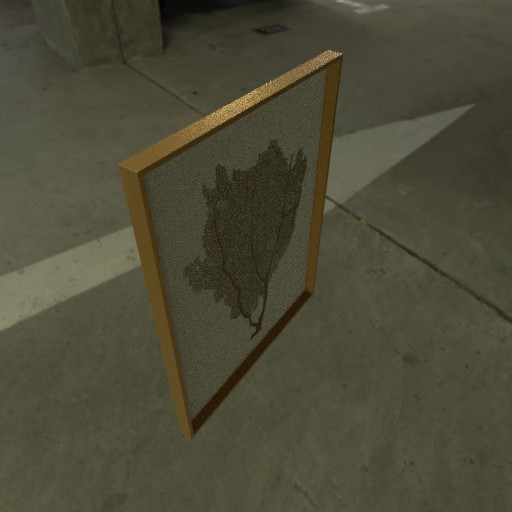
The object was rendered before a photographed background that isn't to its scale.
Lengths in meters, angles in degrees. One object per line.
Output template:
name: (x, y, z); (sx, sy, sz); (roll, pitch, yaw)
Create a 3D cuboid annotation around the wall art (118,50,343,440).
wall art: (0.000, 0.000, 1.044); (0.038, 0.762, 0.610); (25, 47, 26)
